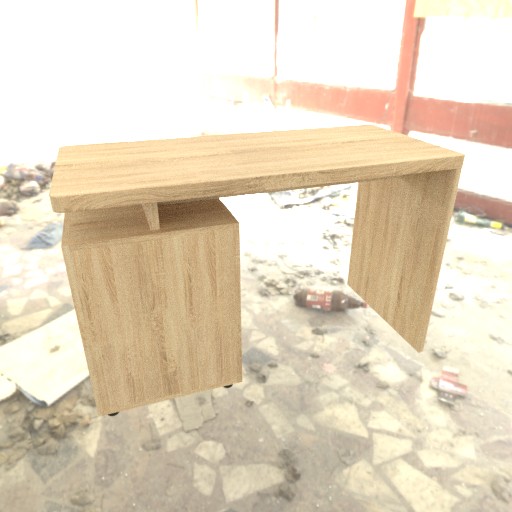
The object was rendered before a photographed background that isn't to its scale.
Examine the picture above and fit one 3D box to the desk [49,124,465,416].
[{"bbox_3d":[0.000,0.000,1.594,1.200,0.760,0.550,-9,28,-17],"label":"desk"}]
